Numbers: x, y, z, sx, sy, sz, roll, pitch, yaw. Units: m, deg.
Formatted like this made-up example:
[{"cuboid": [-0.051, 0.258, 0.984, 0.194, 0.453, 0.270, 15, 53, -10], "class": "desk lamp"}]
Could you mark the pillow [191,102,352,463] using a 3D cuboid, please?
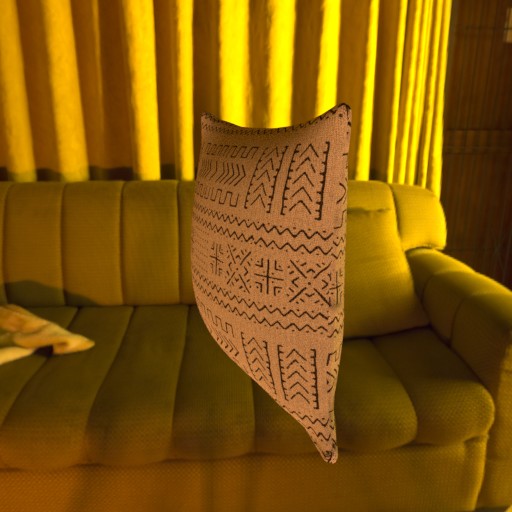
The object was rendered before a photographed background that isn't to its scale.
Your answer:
[{"cuboid": [0.000, 0.000, 0.673, 0.164, 0.430, 0.438, -8, 18, -24], "class": "pillow"}]
